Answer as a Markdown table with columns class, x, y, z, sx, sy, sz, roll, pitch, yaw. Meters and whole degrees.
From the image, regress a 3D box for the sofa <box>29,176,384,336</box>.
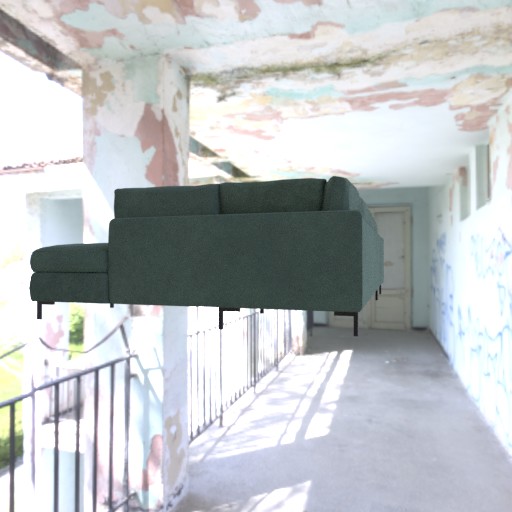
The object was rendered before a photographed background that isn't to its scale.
| class | x | y | z | sx | sy | sz | roll | pitch | yaw |
| --- | --- | --- | --- | --- | --- | --- | --- | --- | --- |
| sofa | 0.000 | 0.000 | 3.218 | 1.707 | 0.687 | 2.486 | 0 | -1 | 18 |
